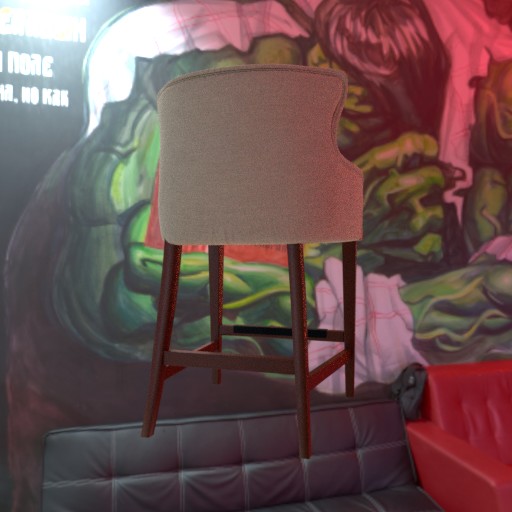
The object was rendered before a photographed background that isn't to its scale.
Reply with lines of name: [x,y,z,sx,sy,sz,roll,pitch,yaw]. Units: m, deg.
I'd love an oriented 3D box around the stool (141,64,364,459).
stool: [0.000,0.000,1.384,0.615,0.987,0.637,0,0,18]
